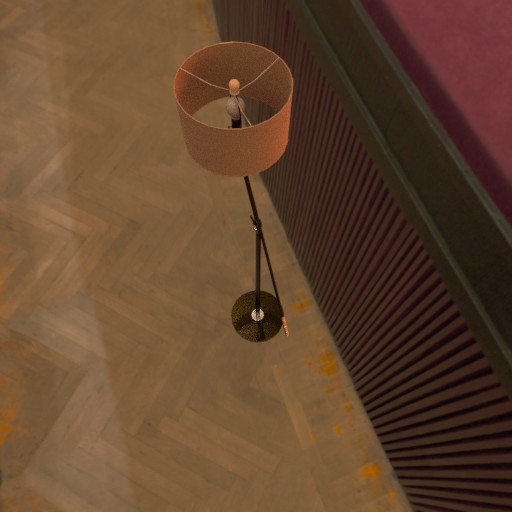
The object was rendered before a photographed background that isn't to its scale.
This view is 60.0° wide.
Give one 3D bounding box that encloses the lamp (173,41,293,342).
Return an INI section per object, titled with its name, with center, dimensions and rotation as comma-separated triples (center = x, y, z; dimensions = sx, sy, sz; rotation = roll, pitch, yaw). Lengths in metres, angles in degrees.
[lamp]
center = 0.000, 0.000, 2.021
dimensions = 0.373, 1.635, 0.809
rotation = -17, 65, -8
